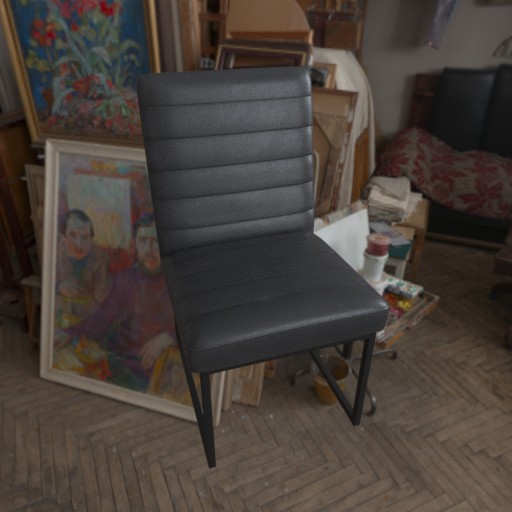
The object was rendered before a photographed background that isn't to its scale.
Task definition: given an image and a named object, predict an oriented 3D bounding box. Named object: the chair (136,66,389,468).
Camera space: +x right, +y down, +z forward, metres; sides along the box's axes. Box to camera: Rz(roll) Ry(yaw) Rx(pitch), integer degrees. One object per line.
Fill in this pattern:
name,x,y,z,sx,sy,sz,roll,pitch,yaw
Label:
chair,0.000,0.000,1.277,0.520,0.930,0.634,-9,32,-15
